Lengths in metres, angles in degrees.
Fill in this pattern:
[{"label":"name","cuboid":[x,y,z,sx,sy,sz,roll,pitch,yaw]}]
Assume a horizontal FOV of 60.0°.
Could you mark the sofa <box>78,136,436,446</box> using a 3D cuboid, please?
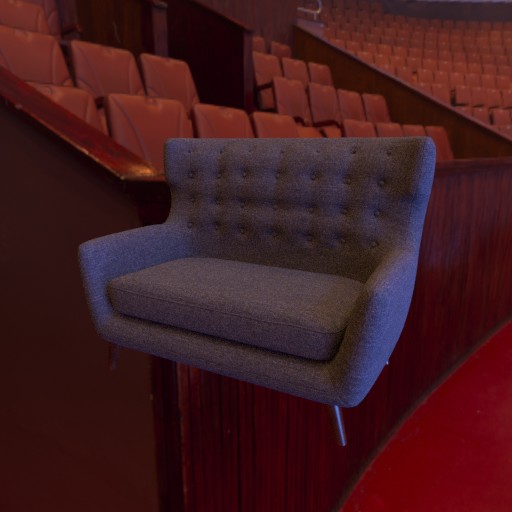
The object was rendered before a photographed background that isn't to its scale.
[{"label":"sofa","cuboid":[0.000,0.000,1.976,1.358,1.028,0.874,8,16,28]}]
